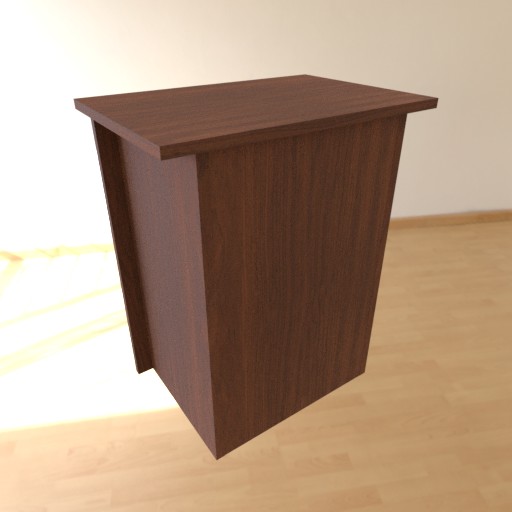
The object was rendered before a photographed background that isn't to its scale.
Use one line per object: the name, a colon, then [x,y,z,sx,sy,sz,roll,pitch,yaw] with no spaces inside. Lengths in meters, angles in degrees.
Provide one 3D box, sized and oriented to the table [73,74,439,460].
table: [0.000,0.000,1.043,0.589,0.711,0.406,-19,35,-30]
